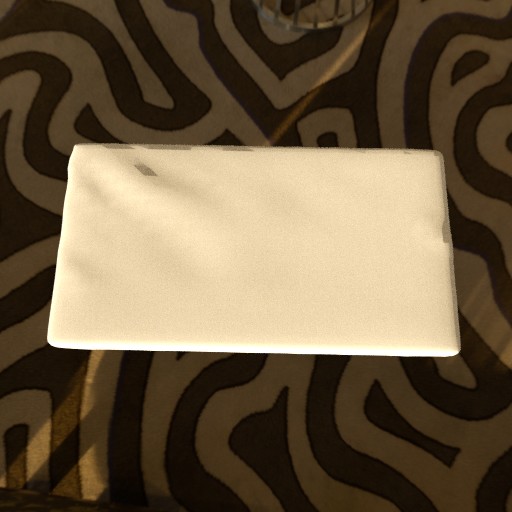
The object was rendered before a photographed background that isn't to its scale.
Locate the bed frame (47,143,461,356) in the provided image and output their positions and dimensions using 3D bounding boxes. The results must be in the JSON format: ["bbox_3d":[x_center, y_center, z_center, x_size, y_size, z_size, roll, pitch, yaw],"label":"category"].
[{"bbox_3d":[0.000,0.000,2.375,1.908,0.640,1.025,1,75,0],"label":"bed frame"}]
